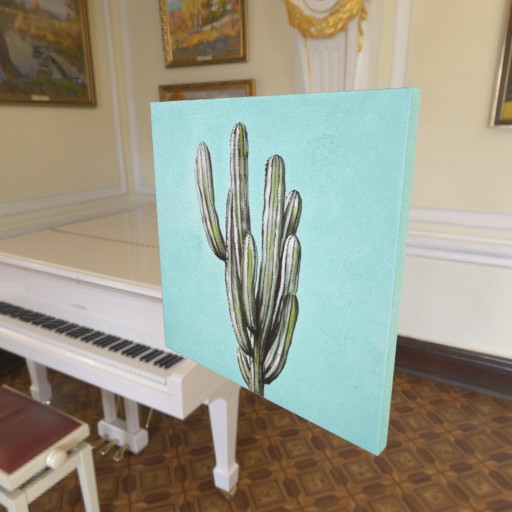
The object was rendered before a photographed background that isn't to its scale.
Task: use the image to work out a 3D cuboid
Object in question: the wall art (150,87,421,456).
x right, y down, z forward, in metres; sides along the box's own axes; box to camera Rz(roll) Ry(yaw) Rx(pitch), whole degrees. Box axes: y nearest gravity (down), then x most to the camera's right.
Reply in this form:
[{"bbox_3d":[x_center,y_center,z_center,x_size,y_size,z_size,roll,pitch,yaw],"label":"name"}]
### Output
[{"bbox_3d":[0.000,0.000,1.586,1.071,1.073,0.070,14,21,40],"label":"wall art"}]
